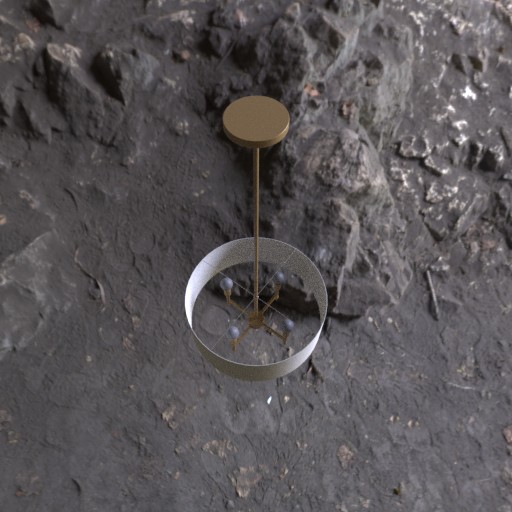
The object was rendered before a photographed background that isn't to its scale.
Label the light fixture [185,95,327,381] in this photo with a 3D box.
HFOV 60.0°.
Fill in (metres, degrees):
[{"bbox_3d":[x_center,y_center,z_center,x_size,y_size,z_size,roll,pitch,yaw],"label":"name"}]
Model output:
[{"bbox_3d":[0.000,0.000,1.351,0.508,1.067,0.508,0,58,0],"label":"light fixture"}]
